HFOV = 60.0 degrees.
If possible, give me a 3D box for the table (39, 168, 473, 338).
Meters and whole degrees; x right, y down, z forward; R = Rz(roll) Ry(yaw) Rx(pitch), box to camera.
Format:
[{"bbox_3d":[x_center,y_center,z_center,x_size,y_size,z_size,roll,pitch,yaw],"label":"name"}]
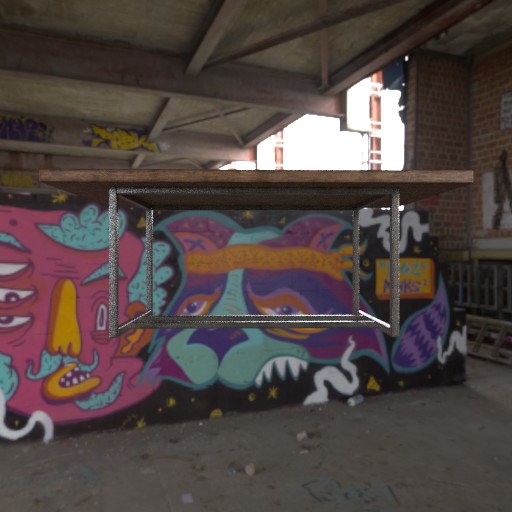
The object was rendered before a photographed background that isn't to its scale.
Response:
[{"bbox_3d":[0.000,0.000,2.565,1.989,0.795,1.078,0,0,-1],"label":"table"}]
